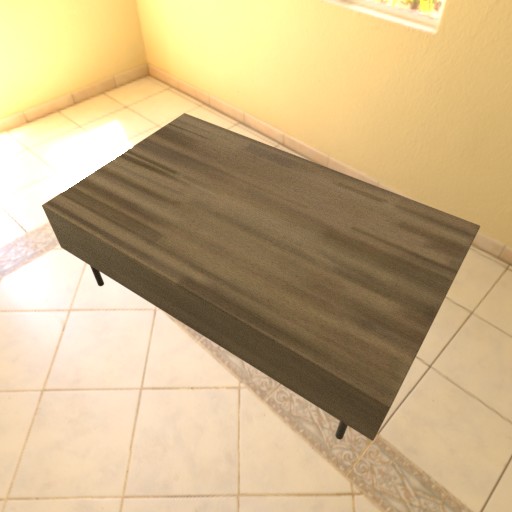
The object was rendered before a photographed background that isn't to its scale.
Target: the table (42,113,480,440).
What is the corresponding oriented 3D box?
[{"bbox_3d":[0.000,0.000,1.397,1.088,0.347,0.643,27,53,23],"label":"table"}]
